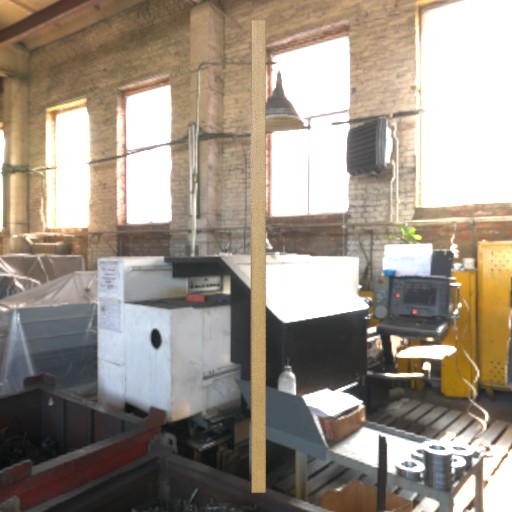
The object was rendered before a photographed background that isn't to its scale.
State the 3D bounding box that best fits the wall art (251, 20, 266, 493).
[{"bbox_3d":[0.000,0.000,1.338,0.030,1.002,0.798,0,0,-1],"label":"wall art"}]
